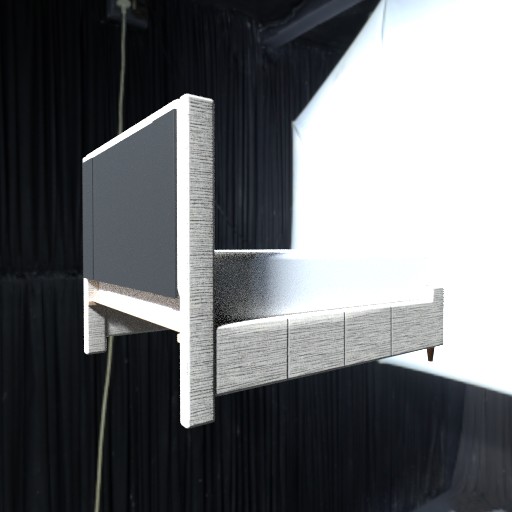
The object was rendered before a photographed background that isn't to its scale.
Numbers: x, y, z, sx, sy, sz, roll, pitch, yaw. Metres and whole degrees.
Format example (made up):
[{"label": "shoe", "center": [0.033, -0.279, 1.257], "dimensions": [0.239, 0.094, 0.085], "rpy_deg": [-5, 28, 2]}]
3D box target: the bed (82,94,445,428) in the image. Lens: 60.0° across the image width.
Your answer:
[{"label": "bed", "center": [0.000, 0.000, 3.782], "dimensions": [2.370, 1.743, 2.045], "rpy_deg": [-1, 1, -35]}]
